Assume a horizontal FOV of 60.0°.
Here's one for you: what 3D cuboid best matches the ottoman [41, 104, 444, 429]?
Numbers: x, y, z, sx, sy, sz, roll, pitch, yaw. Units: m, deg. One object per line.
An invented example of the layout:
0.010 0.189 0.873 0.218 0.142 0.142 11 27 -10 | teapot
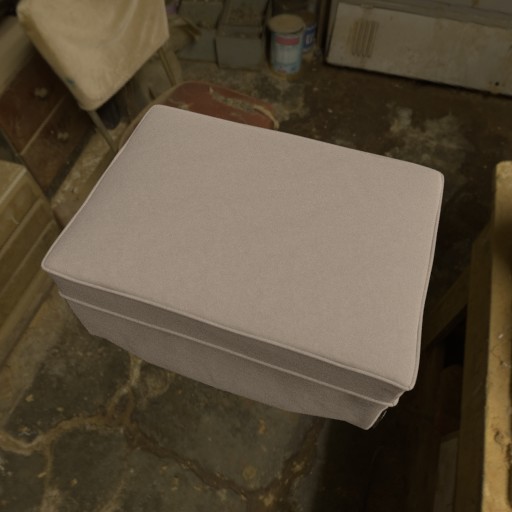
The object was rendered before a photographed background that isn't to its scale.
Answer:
0.000 0.000 1.310 0.944 0.479 0.703 16 59 10 | ottoman
